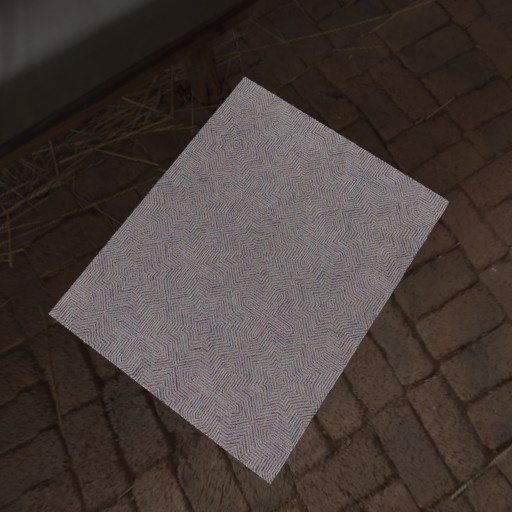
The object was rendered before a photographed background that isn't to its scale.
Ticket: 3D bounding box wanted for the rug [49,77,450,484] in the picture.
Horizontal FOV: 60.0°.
[{"bbox_3d":[0.000,0.000,4.149,2.442,0.008,3.046,34,78,9],"label":"rug"}]
